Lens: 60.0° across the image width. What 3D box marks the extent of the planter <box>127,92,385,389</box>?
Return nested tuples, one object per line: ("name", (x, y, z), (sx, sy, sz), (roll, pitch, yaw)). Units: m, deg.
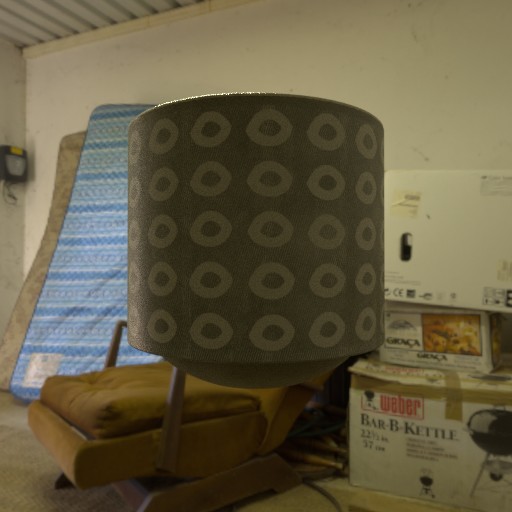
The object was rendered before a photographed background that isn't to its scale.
("planter", (0.000, 0.000, 0.341), (0.190, 0.181, 0.190), (0, -1, 0))
